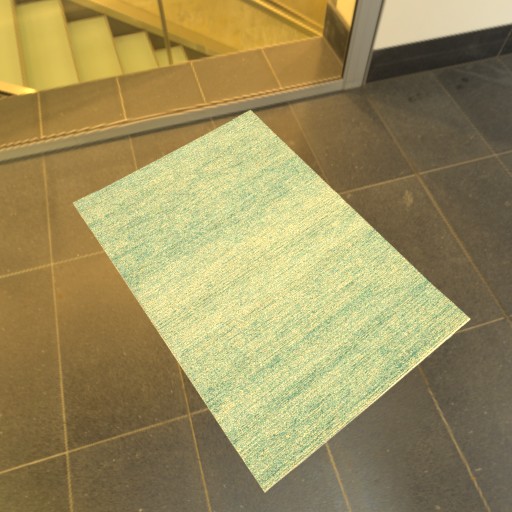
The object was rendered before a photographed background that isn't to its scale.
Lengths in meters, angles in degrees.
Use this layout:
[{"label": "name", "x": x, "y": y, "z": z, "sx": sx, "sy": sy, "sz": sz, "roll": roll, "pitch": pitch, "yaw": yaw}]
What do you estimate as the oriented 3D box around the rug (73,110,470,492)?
[{"label": "rug", "x": 0.000, "y": 0.000, "z": 2.955, "sx": 1.593, "sy": 0.029, "sz": 2.305, "roll": -32, "pitch": 65, "yaw": -17}]
